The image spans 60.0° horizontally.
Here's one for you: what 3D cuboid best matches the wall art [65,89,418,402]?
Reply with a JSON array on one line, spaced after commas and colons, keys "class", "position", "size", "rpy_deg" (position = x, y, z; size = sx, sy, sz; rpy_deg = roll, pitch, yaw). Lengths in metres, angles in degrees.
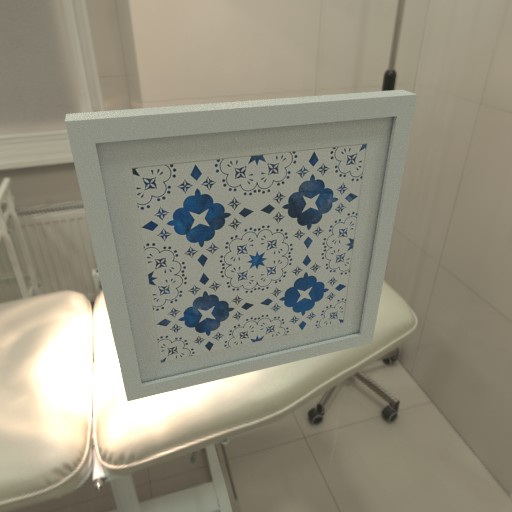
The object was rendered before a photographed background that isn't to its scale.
[{"class": "wall art", "position": [0.000, 0.000, 0.532], "size": [0.355, 0.355, 0.027], "rpy_deg": [-10, 33, -15]}]
